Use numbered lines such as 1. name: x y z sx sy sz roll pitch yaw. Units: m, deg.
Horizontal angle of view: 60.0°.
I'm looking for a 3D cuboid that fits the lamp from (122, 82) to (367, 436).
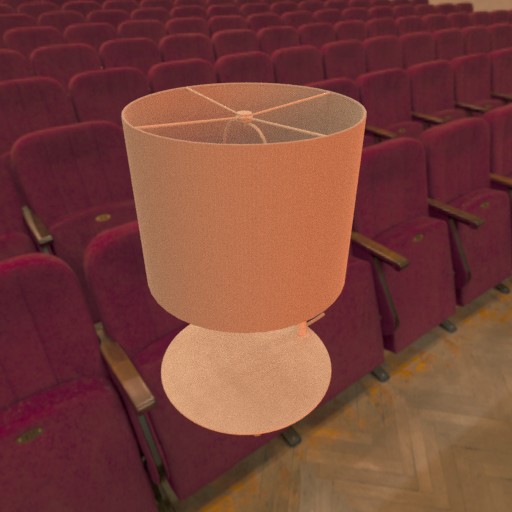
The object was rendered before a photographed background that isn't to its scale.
1. lamp: 0.000 0.000 0.684 0.341 0.454 0.299 -22 38 -30
